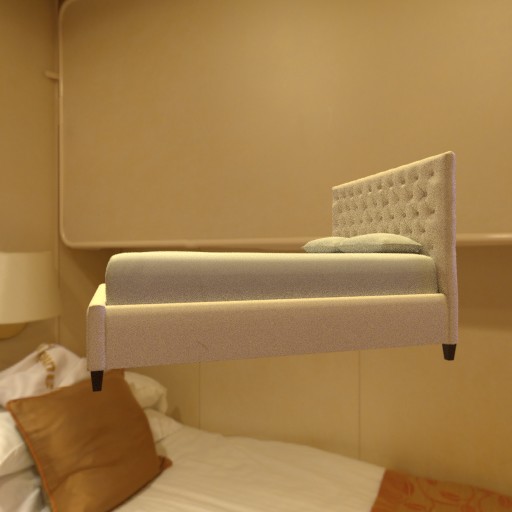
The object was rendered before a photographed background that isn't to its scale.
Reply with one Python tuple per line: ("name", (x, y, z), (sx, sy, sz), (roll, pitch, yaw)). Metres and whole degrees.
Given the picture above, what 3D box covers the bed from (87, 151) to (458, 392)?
("bed", (0.000, 0.000, 3.462), (2.387, 1.427, 1.698), (0, 0, -18))
